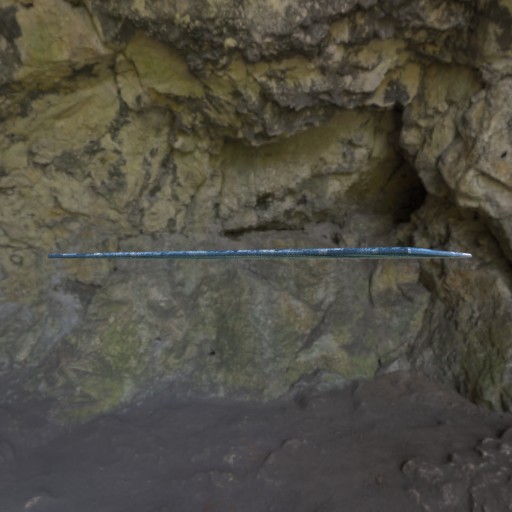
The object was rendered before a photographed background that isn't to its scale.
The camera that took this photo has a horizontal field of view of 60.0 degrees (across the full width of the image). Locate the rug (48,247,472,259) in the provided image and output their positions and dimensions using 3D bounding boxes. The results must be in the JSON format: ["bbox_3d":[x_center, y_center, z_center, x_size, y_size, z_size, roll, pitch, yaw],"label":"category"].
[{"bbox_3d":[0.000,0.000,2.986,2.450,0.027,1.540,-1,-1,34],"label":"rug"}]
